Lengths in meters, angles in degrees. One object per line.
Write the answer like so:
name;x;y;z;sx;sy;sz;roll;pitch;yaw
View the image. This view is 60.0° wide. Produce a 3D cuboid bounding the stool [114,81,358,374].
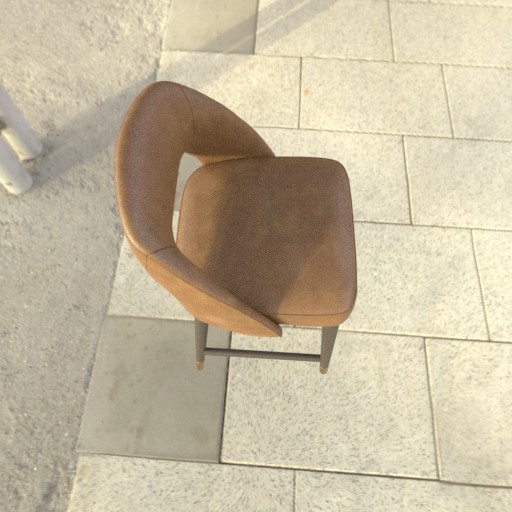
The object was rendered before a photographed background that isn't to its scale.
stool;0.000;0.000;1.217;0.509;0.940;0.494;1;65;1
